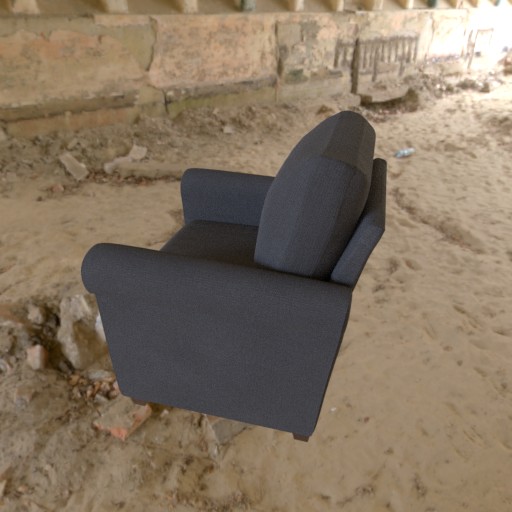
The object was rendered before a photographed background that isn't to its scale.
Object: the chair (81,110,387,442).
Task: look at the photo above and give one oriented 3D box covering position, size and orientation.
[{"bbox_3d":[0.000,0.000,1.599,0.828,0.942,0.867,7,31,13],"label":"chair"}]
